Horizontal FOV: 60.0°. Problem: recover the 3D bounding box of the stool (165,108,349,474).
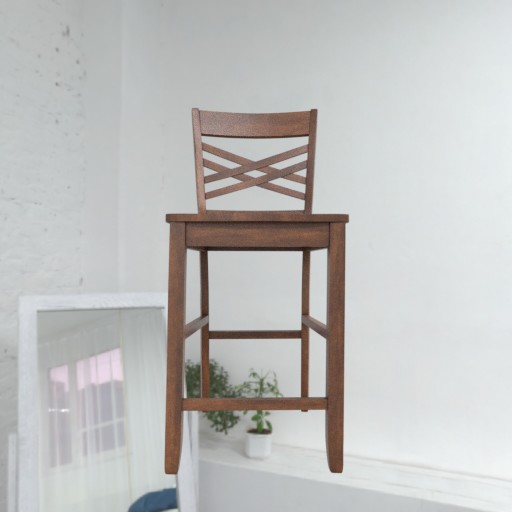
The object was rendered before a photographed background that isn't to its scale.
[{"bbox_3d":[0.000,0.000,1.353,0.462,1.079,0.539,0,-1,-1],"label":"stool"}]
